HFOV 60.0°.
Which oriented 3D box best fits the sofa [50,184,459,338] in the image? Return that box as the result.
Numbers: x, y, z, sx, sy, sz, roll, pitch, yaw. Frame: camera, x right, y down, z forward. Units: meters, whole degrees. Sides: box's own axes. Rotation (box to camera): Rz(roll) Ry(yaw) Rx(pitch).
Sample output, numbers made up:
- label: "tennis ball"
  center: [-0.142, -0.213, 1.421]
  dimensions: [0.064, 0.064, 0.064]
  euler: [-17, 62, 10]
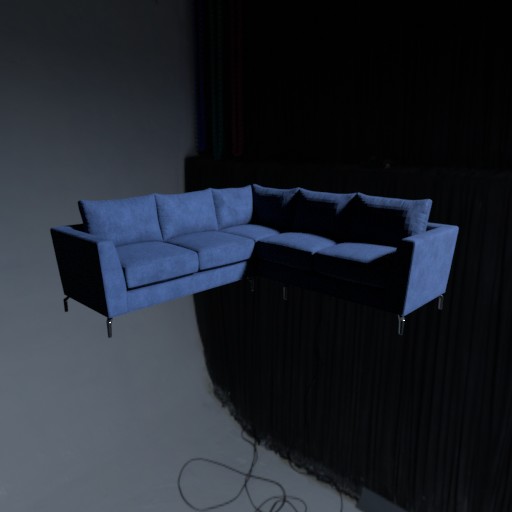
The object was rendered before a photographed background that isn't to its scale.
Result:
- label: "sofa"
  center: [0.000, 0.000, 3.826]
  dimensions: [2.463, 0.988, 2.472]
  euler: [13, 19, 42]
